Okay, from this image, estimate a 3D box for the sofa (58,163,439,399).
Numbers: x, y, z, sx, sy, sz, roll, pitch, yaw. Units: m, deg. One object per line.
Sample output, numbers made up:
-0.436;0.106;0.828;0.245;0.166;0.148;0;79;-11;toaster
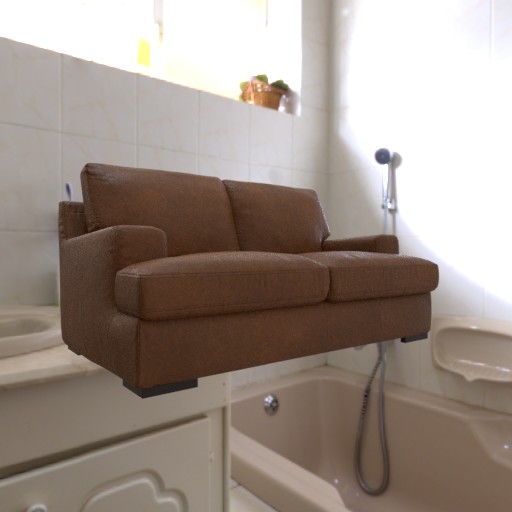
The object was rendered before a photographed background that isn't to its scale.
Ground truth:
0.000;0.000;2.459;1.880;0.966;1.144;-1;1;-37;sofa
